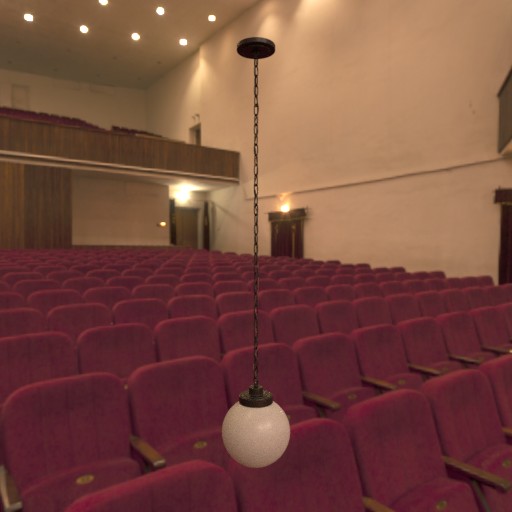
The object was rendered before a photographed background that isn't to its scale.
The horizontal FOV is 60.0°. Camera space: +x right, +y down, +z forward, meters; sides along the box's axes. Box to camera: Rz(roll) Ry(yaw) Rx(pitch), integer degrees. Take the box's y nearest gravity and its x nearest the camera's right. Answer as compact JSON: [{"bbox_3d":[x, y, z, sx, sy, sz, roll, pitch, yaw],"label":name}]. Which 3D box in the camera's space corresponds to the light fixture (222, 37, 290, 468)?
[{"bbox_3d":[0.000,0.000,1.980,0.304,1.867,0.305,0,1,-37],"label":"light fixture"}]
